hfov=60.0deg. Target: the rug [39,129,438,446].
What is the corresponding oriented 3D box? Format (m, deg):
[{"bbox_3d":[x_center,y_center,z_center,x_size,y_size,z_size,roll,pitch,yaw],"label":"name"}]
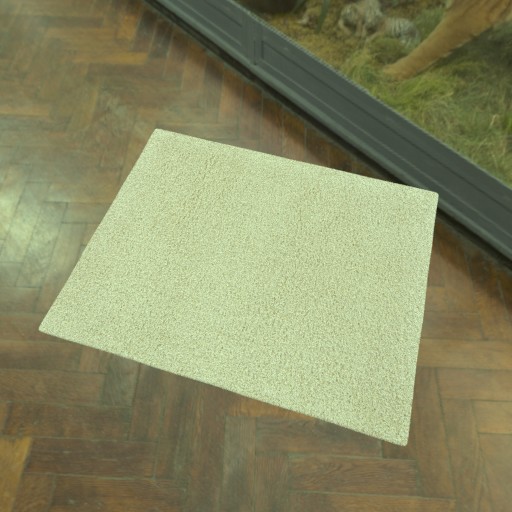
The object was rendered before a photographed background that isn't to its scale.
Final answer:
[{"bbox_3d":[0.000,0.000,4.040,3.047,0.029,2.438,15,61,9],"label":"rug"}]
